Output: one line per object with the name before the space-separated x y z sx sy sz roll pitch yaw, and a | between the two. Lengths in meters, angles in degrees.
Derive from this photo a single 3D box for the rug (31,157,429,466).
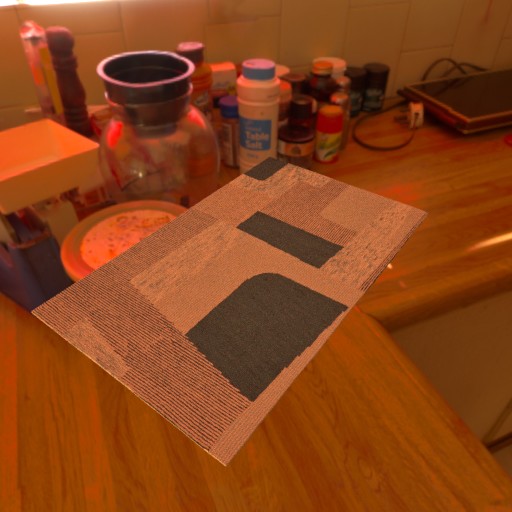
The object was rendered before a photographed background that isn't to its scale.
rug | 0.000 0.000 3.032 1.521 0.015 2.436 26 47 27
